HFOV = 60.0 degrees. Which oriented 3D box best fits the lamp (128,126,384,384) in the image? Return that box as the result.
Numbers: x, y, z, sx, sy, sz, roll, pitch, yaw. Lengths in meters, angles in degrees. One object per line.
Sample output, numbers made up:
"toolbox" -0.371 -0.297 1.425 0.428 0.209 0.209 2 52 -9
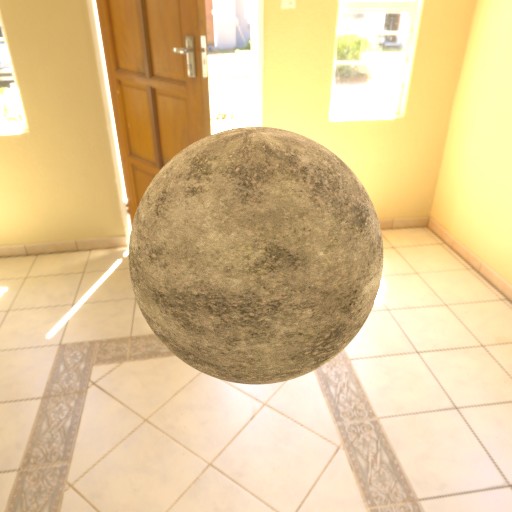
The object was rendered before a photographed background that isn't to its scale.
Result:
"lamp" 0.000 0.000 0.762 0.422 0.429 0.422 0 30 0
